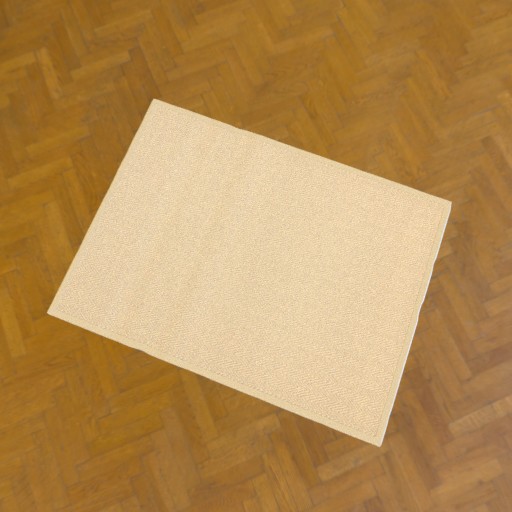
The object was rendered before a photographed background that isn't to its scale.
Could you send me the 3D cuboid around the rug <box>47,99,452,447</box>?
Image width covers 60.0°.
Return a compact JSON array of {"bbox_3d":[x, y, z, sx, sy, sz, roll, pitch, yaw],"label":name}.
[{"bbox_3d":[0.000,0.000,4.799,3.659,0.037,2.734,20,77,5],"label":"rug"}]
